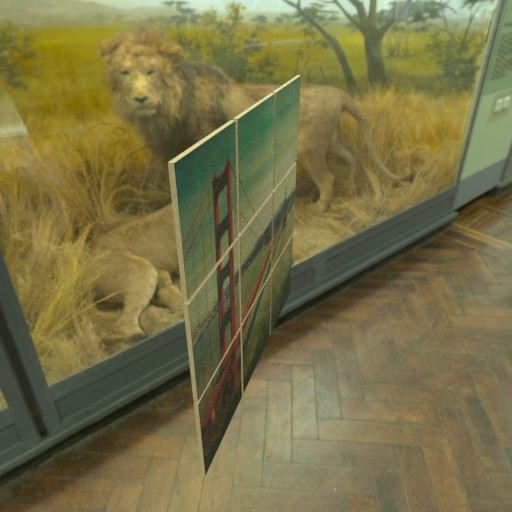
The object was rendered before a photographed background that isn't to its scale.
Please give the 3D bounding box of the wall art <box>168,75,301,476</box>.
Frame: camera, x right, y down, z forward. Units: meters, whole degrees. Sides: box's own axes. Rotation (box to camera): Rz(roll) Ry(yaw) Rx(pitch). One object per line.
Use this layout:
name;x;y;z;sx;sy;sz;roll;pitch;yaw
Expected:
wall art;0.000;0.000;1.824;0.016;1.207;1.217;10;33;16
